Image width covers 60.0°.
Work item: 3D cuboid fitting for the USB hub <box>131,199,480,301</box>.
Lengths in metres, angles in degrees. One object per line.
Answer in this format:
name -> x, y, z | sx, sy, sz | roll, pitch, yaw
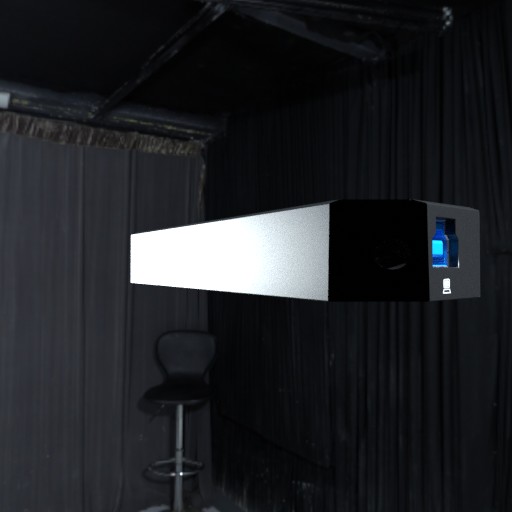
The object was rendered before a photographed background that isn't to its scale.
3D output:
USB hub -> 0.000, 0.000, 0.161 | 0.044, 0.023, 0.145 | 1, -1, -35
